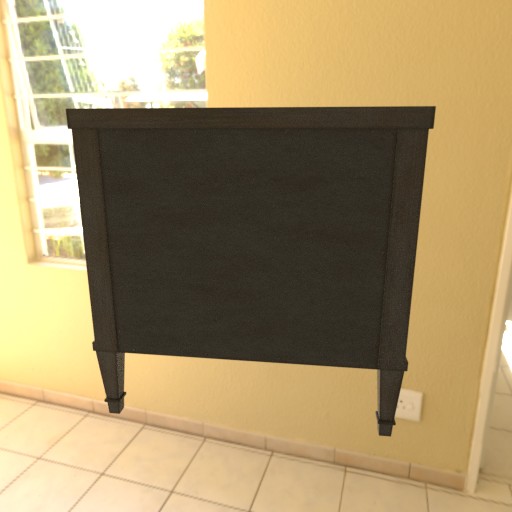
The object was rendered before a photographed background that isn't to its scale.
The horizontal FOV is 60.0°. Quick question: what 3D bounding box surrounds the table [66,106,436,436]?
[{"bbox_3d":[0.000,0.000,1.067,0.660,0.660,0.413,2,16,7],"label":"table"}]
